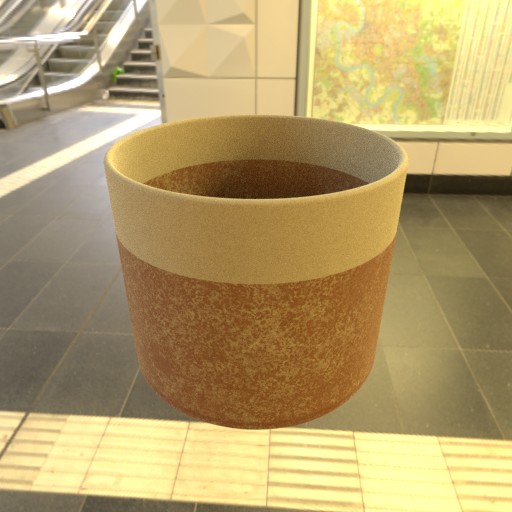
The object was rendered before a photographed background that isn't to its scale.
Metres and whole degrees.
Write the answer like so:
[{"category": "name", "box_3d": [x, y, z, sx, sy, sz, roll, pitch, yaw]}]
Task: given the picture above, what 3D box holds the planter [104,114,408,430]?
[{"category": "planter", "box_3d": [0.000, 0.000, 0.273, 0.159, 0.138, 0.159, 0, 30, 0]}]
